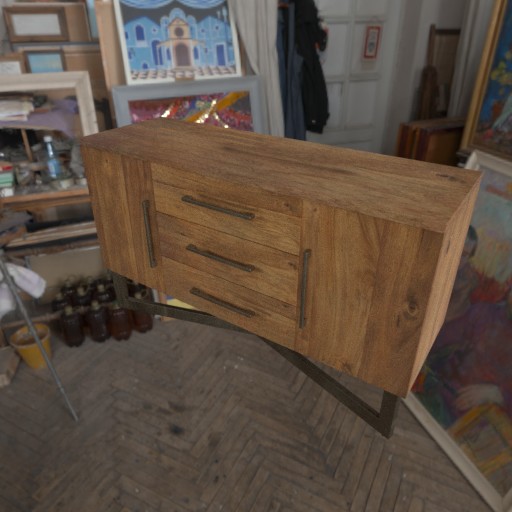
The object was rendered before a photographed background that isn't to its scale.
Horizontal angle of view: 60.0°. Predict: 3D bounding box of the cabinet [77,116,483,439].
[{"bbox_3d":[0.000,0.000,1.733,1.373,0.812,0.480,19,35,29],"label":"cabinet"}]
